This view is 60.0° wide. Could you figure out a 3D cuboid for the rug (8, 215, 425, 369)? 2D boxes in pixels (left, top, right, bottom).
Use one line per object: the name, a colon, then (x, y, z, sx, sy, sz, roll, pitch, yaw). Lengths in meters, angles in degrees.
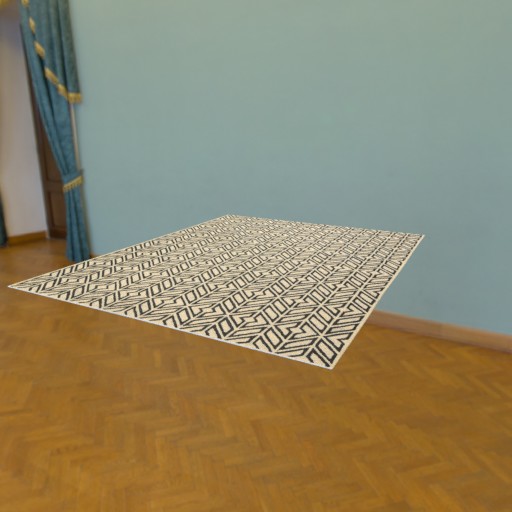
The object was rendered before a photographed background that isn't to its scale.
rug: (0.000, 0.000, 3.924, 2.421, 0.008, 3.045, 8, 18, 27)
